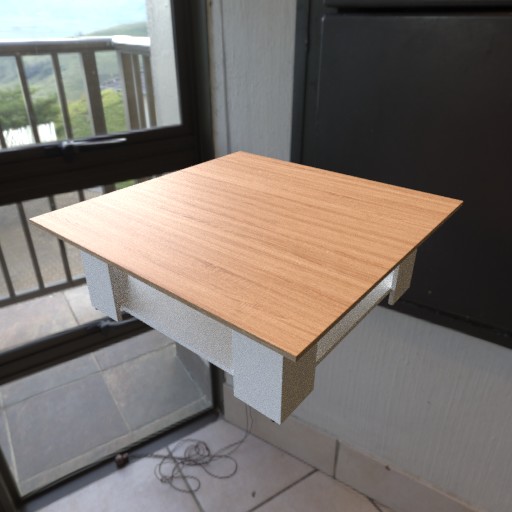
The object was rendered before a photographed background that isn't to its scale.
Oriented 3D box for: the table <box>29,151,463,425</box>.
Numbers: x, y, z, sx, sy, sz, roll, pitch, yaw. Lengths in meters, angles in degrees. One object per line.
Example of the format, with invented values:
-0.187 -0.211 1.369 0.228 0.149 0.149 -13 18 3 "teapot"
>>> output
0.000 0.000 1.351 0.890 0.305 0.890 21 35 34 "table"
